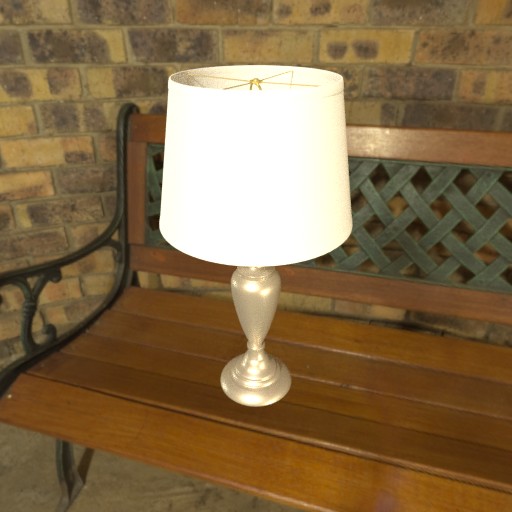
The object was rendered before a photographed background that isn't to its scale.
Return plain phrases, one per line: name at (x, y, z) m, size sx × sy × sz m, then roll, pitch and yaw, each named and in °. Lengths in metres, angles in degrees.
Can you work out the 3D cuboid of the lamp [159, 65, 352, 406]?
lamp at (0.000, 0.000, 0.806) m, size 0.328 × 0.612 × 0.328 m, roll 0°, pitch 30°, yaw 0°
